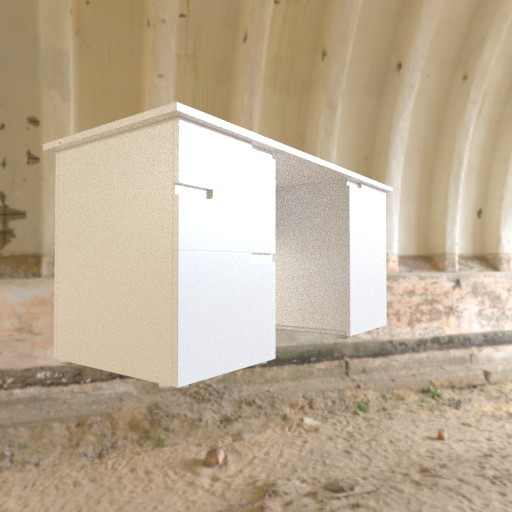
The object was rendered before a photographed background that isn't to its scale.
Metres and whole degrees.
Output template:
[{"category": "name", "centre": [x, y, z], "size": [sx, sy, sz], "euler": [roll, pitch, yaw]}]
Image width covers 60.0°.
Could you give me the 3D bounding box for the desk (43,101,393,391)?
[{"category": "desk", "centre": [0.000, 0.000, 1.965], "size": [0.670, 0.760, 1.580], "euler": [-1, -2, 37]}]
